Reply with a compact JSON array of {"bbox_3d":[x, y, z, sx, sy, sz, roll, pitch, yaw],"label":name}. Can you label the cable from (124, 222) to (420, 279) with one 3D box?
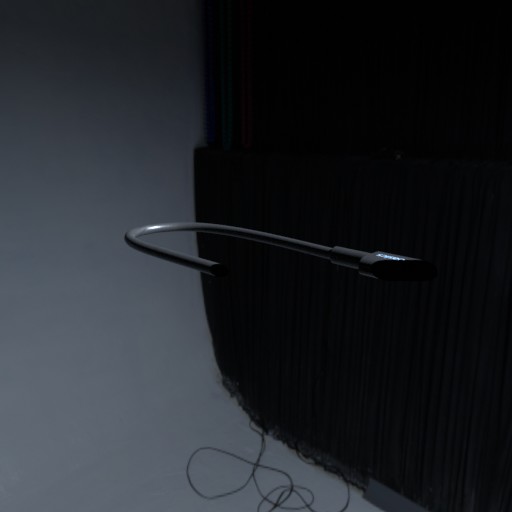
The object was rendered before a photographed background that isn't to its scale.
[{"bbox_3d":[0.000,0.000,0.112,0.041,0.005,0.098,-15,21,-43],"label":"cable"}]
